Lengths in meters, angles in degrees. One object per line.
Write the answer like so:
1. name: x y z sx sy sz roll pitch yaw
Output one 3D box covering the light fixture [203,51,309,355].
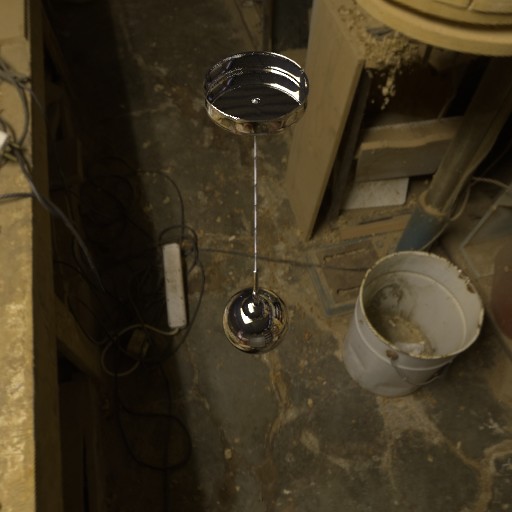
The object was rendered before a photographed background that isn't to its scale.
1. light fixture: 0.000 0.000 1.688 0.336 1.538 0.336 -12 59 -7
